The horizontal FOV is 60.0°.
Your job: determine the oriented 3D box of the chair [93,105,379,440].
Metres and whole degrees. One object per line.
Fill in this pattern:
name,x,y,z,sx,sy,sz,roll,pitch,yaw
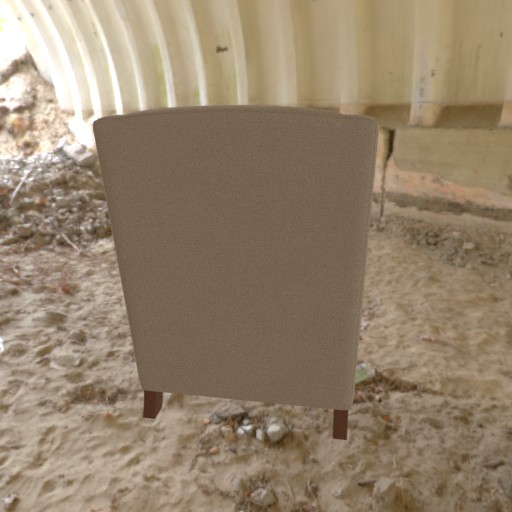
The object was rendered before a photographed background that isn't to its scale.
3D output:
chair,0.000,0.000,1.600,0.715,1.010,0.863,3,17,9
